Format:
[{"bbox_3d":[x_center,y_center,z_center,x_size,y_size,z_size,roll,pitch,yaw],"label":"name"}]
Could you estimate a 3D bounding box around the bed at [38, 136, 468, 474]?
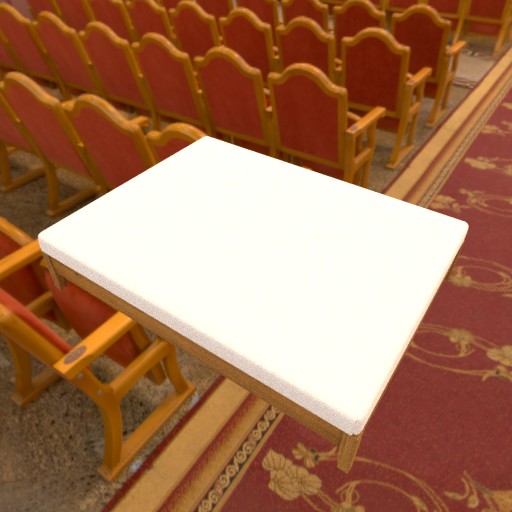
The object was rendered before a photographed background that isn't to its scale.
[{"bbox_3d":[0.000,0.000,2.691,2.016,0.431,1.536,24,47,25],"label":"bed"}]
